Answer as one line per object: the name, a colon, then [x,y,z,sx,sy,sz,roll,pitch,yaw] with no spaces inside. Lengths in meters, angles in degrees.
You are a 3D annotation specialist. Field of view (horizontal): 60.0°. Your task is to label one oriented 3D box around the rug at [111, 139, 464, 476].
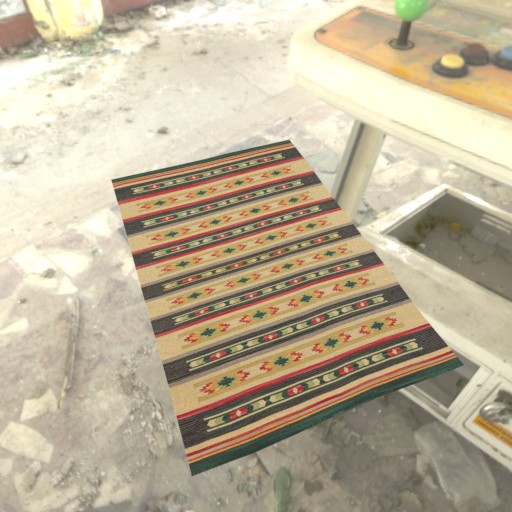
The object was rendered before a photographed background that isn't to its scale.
rug: [0.000,0.000,2.912,1.522,0.010,2.311,-16,50,-14]
